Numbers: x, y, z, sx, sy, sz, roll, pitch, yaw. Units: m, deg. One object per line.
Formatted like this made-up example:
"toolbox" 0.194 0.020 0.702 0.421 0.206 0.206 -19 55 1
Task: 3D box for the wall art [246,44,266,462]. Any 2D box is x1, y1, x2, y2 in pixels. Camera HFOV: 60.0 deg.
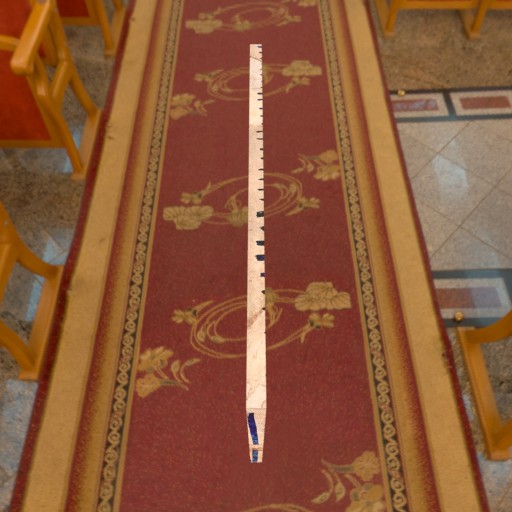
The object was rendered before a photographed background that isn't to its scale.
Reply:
"wall art" 0.000 0.000 1.168 0.030 0.609 0.919 0 58 0
